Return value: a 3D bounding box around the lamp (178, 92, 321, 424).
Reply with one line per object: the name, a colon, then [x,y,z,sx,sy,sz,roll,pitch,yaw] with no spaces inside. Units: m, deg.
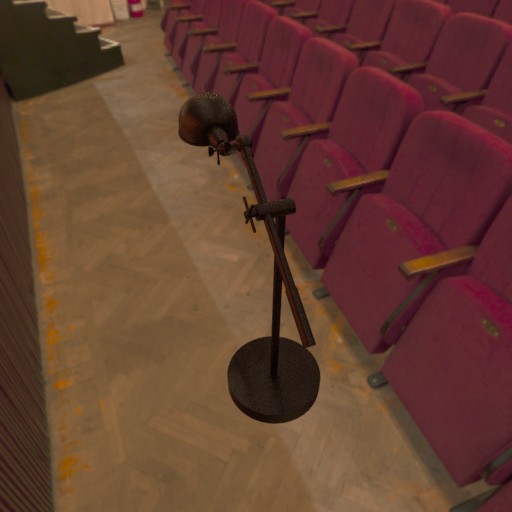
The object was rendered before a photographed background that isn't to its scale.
lamp: [0.000,0.000,0.821,0.185,0.495,0.567,-13,42,-14]
